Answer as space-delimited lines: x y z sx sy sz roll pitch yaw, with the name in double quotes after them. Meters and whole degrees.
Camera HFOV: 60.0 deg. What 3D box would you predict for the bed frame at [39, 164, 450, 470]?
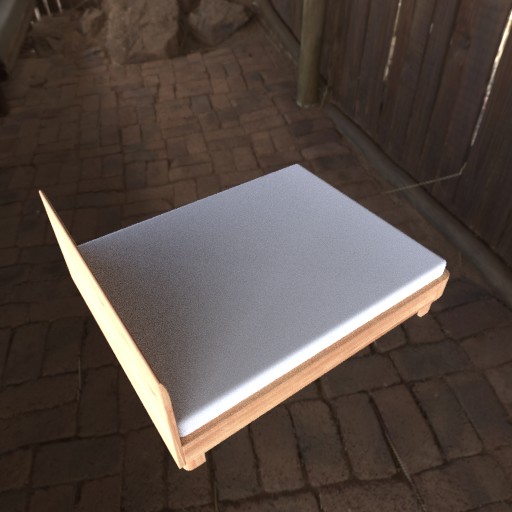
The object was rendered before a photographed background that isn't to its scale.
0.000 0.000 2.973 2.092 0.940 1.660 -25 47 -26 "bed frame"
